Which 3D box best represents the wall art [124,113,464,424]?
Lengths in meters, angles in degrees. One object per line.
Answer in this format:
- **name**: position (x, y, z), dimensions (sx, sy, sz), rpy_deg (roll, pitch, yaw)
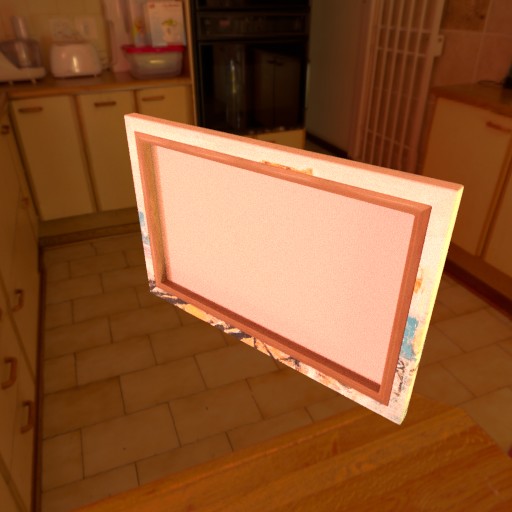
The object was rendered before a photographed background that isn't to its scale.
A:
- **wall art**: position (0.000, 0.000, 1.174), dimensions (0.913, 0.609, 0.038), rpy_deg (22, 37, 32)
